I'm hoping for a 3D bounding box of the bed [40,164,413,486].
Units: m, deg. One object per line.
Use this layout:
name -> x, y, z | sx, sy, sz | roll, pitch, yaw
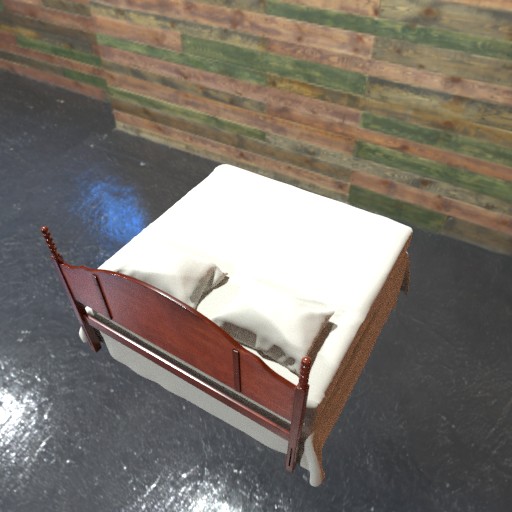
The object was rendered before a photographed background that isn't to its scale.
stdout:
bed -> 0.000, 0.000, 3.592 | 2.322, 1.355, 2.219 | 23, 49, 22
